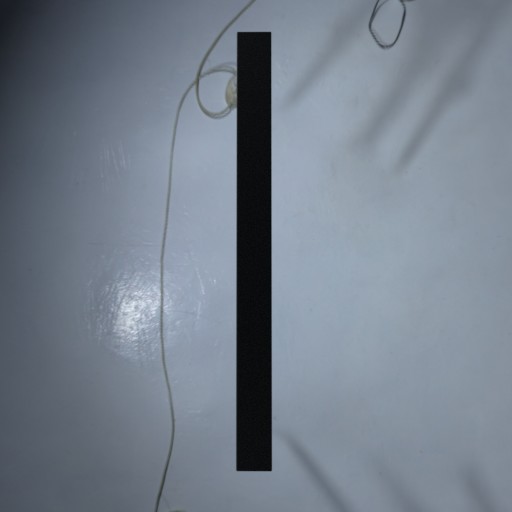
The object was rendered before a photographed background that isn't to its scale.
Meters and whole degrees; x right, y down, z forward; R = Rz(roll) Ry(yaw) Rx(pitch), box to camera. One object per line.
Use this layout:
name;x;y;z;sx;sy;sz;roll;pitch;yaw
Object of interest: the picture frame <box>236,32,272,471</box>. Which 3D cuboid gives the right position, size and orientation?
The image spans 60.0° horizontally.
picture frame;0.000;0.000;0.534;0.029;0.353;0.355;0;88;1
